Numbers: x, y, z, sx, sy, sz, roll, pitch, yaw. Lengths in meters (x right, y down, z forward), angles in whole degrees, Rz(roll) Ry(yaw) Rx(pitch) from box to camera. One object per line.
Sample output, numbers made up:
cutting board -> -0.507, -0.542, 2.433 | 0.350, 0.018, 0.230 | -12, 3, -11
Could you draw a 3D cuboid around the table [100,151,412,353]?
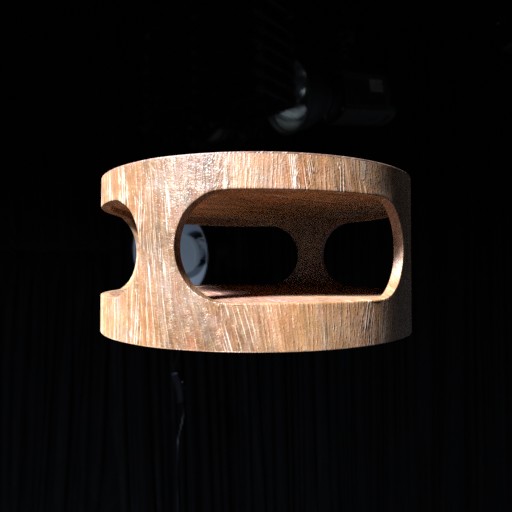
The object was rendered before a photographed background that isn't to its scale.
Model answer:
table -> 0.000, 0.000, 1.475 | 0.974, 0.450, 0.974 | 0, -1, 0
